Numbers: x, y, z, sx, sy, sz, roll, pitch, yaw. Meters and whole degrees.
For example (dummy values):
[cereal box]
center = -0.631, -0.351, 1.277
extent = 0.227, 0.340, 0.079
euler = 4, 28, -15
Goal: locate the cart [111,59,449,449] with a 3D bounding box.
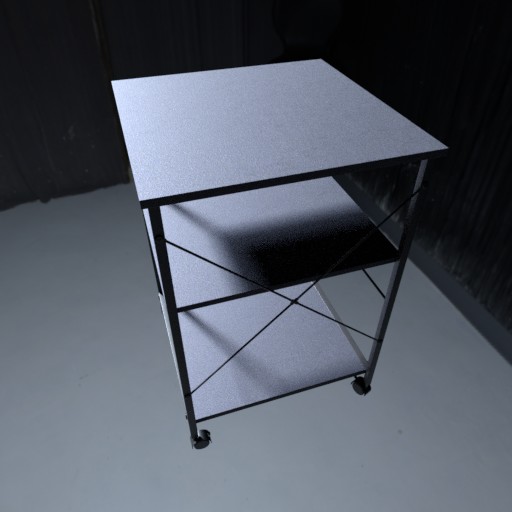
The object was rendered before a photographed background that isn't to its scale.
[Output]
[cart]
center = 0.000, 0.000, 1.127
extent = 0.521, 0.762, 0.520
euler = -12, 42, -14
